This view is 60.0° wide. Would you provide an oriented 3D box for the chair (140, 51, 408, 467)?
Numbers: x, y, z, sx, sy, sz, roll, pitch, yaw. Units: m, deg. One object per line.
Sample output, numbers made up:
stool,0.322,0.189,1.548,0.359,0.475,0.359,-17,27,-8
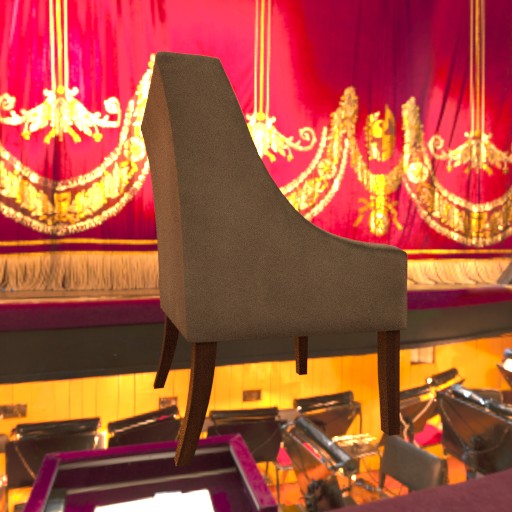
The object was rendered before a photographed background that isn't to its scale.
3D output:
chair,0.000,0.000,1.309,0.629,0.895,0.629,0,1,-18
